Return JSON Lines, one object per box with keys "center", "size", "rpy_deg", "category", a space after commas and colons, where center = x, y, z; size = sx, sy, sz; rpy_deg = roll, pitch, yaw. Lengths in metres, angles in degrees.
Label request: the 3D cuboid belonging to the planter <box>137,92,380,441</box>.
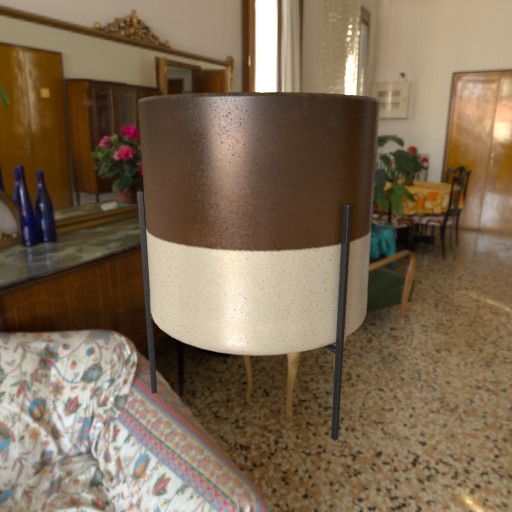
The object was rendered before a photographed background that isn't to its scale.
{"center": [0.000, 0.000, 0.706], "size": [0.354, 0.465, 0.345], "rpy_deg": [-2, 16, -7], "category": "planter"}
